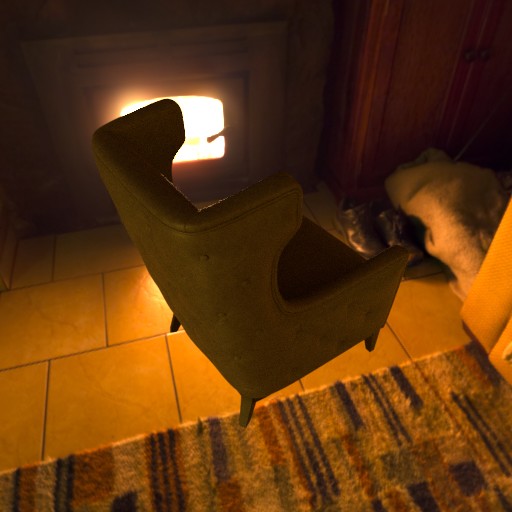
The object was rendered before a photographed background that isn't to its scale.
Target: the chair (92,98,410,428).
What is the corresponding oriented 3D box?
[{"bbox_3d":[0.000,0.000,1.697,0.899,1.079,0.769,-26,47,-26],"label":"chair"}]
